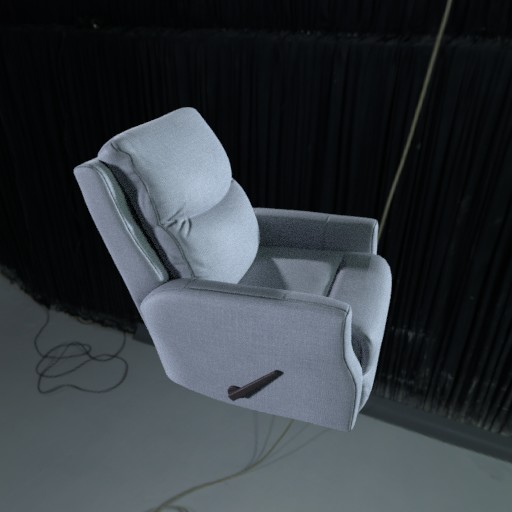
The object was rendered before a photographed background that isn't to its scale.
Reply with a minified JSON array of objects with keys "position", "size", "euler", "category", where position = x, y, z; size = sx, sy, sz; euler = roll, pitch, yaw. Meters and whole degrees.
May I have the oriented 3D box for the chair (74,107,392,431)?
[{"position":[0.000,0.000,1.797],"size":[1.080,1.030,0.829],"euler":[11,32,18],"category":"chair"}]
